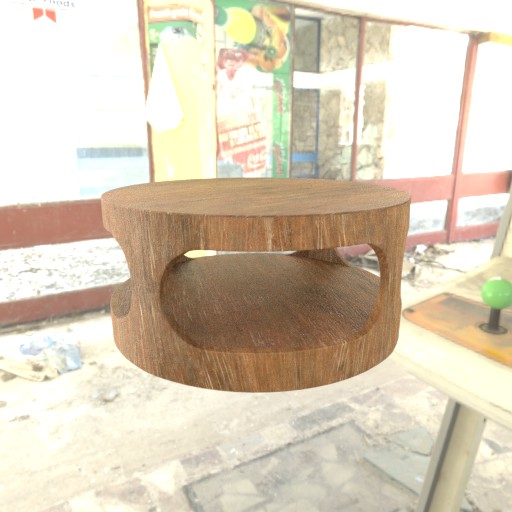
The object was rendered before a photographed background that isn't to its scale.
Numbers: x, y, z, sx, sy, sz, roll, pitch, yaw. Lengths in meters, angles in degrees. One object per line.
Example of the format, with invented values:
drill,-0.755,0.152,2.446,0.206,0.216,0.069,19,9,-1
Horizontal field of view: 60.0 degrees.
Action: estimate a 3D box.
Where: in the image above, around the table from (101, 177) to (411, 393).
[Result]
table,0.000,0.000,1.525,0.974,0.450,0.974,0,15,0
